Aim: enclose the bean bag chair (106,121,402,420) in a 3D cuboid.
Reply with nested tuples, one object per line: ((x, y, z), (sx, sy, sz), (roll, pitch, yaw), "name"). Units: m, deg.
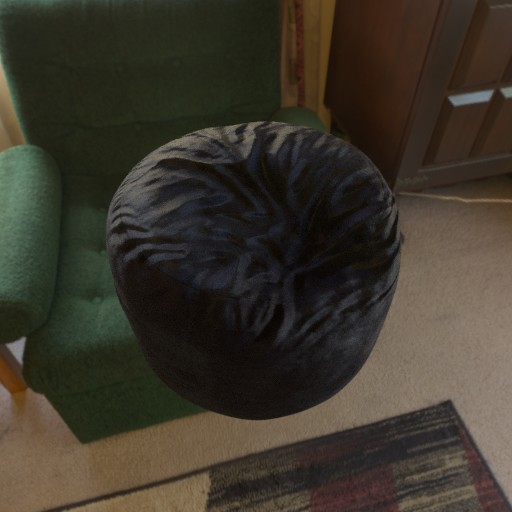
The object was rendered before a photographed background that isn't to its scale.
((0.000, 0.000, 1.486), (0.918, 0.616, 0.918), (0, 47, 0), "bean bag chair")
